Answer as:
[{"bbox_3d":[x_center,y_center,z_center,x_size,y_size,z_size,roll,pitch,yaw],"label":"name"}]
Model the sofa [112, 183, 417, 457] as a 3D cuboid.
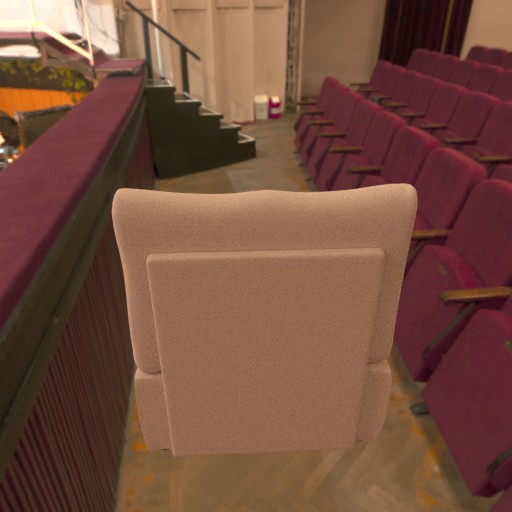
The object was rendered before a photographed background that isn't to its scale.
[{"bbox_3d":[0.000,0.000,1.540,0.700,0.820,1.000,-1,29,-3],"label":"sofa"}]
